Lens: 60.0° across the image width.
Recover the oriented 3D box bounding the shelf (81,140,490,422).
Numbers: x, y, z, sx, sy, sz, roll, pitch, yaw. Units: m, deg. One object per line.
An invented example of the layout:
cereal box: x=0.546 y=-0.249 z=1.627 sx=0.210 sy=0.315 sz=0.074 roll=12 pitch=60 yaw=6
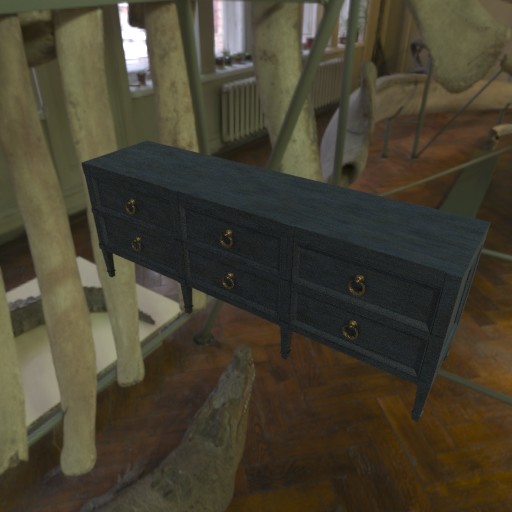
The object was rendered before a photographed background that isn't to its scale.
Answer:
shelf: x=0.000 y=0.000 z=2.189 sx=1.878 sy=0.715 sz=0.471 roll=20 pitch=36 yaw=29
